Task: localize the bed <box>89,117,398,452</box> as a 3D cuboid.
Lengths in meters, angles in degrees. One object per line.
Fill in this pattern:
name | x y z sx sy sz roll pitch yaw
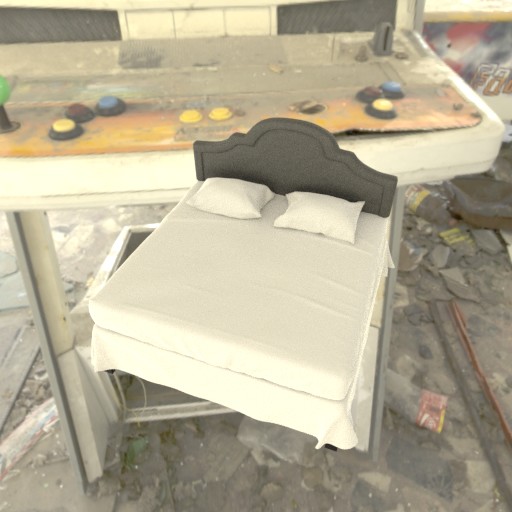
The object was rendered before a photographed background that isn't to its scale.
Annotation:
bed | 0.000 0.000 3.728 2.303 1.631 2.222 14 43 15
